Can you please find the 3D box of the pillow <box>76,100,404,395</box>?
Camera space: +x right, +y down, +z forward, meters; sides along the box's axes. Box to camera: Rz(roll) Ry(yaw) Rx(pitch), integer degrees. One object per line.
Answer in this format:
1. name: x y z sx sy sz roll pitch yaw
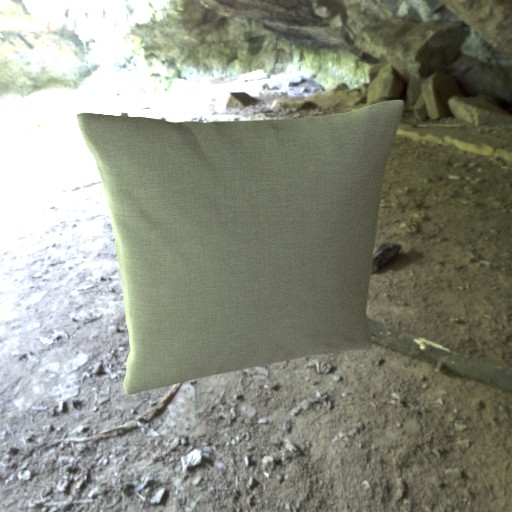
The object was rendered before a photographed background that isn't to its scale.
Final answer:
1. pillow: 0.000 0.000 0.782 0.517 0.508 0.158 -7 26 -15
